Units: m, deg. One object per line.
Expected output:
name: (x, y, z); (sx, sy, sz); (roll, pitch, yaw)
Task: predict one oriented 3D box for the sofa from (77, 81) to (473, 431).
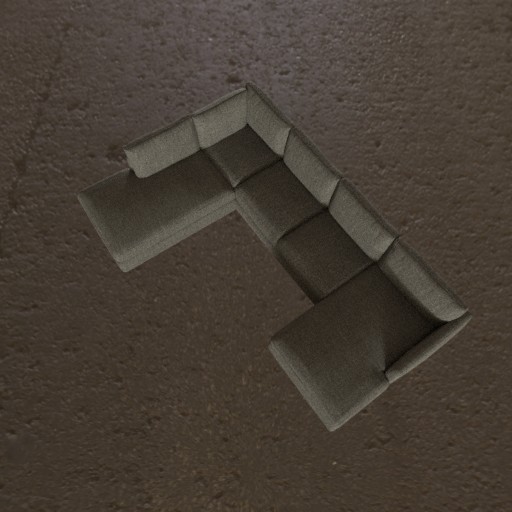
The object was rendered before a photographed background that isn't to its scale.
sofa: (0.000, 0.000, 3.521); (1.879, 0.756, 2.737); (-32, 68, -15)
